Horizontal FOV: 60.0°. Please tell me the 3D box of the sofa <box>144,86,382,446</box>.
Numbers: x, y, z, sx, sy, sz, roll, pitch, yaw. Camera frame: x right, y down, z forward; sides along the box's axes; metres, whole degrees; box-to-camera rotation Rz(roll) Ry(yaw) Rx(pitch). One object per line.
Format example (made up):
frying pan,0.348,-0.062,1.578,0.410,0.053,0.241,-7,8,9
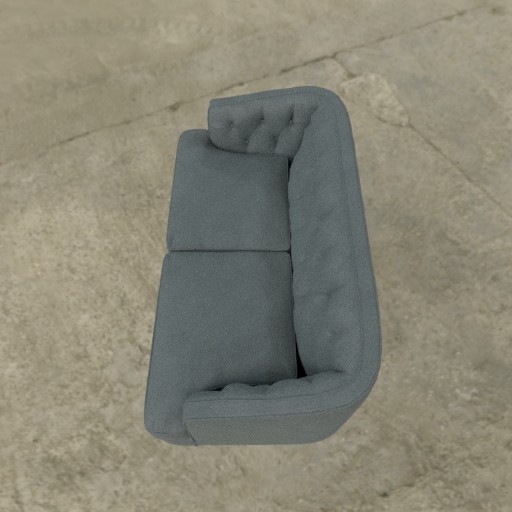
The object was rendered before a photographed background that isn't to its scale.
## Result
sofa,0.000,0.000,2.253,0.941,0.855,1.733,0,59,0
